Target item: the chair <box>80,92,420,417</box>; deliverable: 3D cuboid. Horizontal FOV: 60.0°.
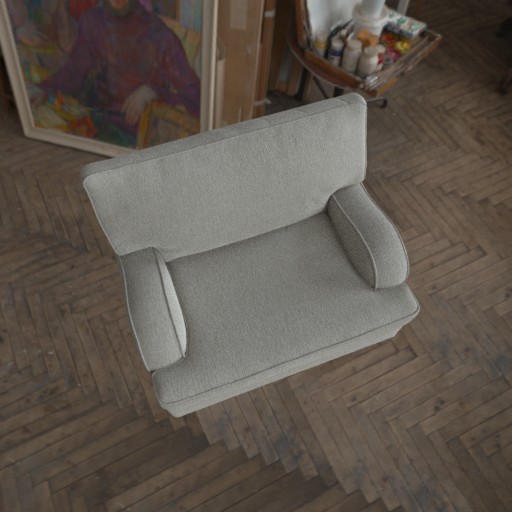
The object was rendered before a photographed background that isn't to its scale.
[{"bbox_3d":[0.000,0.000,2.056,1.220,1.016,1.041,-18,64,-9],"label":"chair"}]
